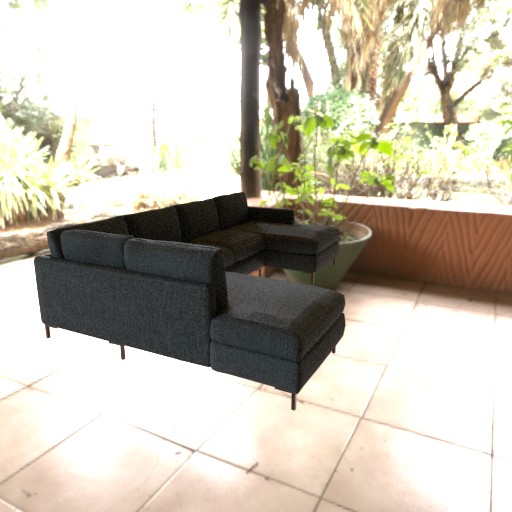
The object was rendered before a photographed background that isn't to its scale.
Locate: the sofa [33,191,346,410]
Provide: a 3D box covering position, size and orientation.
[{"bbox_3d":[0.000,0.000,3.634,1.879,0.753,2.737,7,16,26],"label":"sofa"}]
